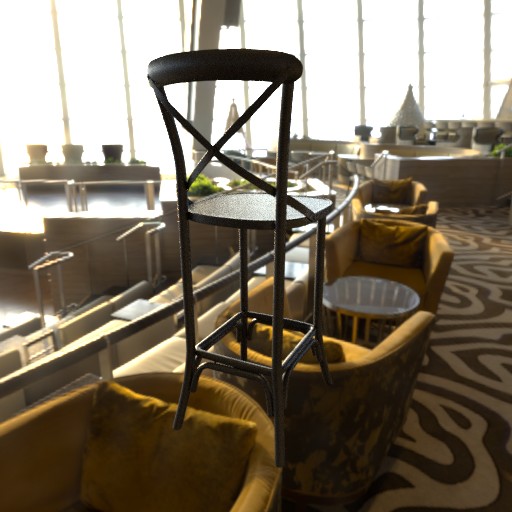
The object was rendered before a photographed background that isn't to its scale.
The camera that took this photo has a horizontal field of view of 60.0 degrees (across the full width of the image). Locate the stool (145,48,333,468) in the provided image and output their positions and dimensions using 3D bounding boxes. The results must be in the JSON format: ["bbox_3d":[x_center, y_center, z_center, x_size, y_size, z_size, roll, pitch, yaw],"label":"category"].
[{"bbox_3d":[0.000,0.000,1.456,0.457,1.168,0.584,8,19,25],"label":"stool"}]
